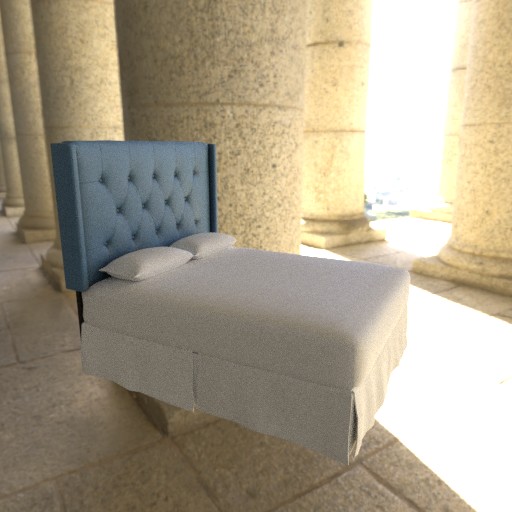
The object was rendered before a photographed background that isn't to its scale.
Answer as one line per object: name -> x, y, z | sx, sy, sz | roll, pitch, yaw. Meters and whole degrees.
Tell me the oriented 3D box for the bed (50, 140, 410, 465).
bed -> 0.000, 0.000, 3.293 | 2.078, 1.665, 1.719 | 7, 16, 27
